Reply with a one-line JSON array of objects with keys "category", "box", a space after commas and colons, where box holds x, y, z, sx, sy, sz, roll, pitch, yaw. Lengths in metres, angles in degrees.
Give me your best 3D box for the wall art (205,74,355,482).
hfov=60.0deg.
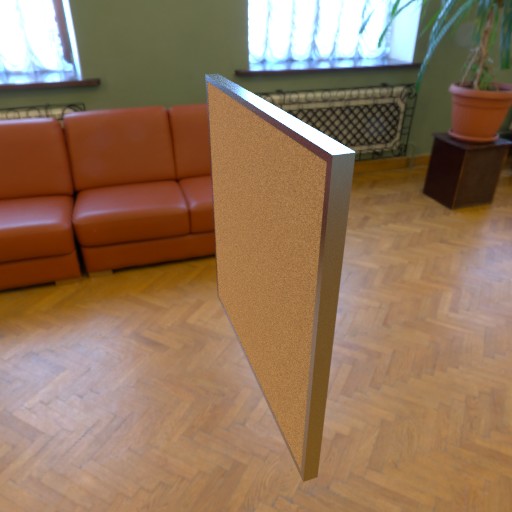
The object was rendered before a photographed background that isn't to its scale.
[{"category": "wall art", "box": [0.000, 0.000, 1.196, 0.038, 0.806, 0.806, -10, 32, -16]}]
